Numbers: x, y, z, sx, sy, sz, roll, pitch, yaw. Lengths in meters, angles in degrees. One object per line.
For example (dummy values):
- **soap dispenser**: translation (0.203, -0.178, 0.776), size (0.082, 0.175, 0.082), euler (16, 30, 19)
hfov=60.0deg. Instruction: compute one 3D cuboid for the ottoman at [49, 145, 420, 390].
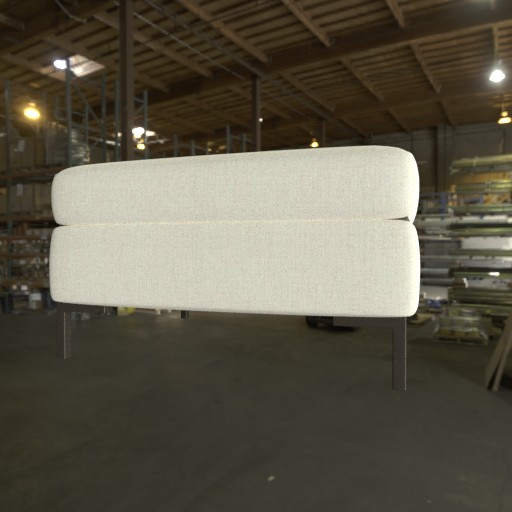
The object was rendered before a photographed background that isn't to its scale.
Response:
- **ottoman**: translation (0.000, 0.000, 1.167), size (0.794, 0.453, 0.657), euler (0, 1, 17)
